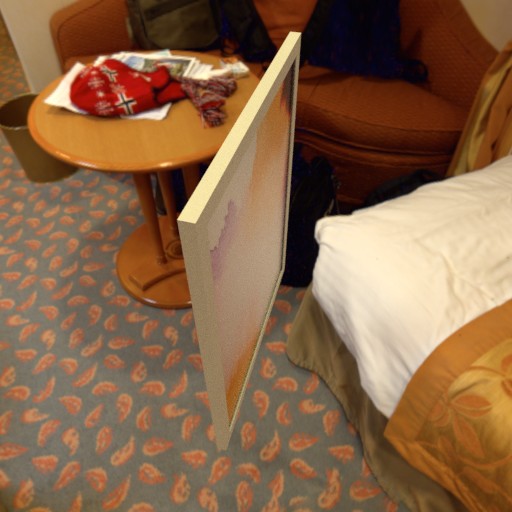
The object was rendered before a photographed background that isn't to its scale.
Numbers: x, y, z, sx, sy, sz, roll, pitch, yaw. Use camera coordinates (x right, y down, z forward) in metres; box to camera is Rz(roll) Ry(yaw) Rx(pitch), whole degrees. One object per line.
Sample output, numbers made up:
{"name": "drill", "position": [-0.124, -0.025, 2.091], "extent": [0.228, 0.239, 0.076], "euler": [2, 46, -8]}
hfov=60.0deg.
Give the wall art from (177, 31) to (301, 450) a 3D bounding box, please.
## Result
{"name": "wall art", "position": [0.000, 0.000, 1.089], "extent": [0.026, 0.811, 0.661], "euler": [12, 48, 11]}
